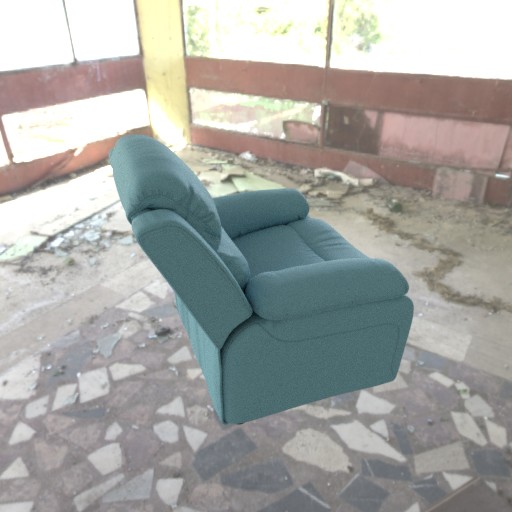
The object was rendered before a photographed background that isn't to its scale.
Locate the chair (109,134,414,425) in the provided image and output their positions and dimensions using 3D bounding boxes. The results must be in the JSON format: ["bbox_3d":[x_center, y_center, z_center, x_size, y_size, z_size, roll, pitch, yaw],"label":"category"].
[{"bbox_3d":[0.000,0.000,1.290,0.709,0.702,0.680,-11,31,-18],"label":"chair"}]
